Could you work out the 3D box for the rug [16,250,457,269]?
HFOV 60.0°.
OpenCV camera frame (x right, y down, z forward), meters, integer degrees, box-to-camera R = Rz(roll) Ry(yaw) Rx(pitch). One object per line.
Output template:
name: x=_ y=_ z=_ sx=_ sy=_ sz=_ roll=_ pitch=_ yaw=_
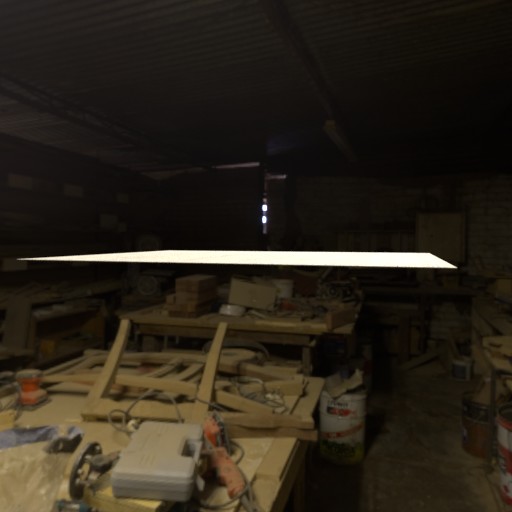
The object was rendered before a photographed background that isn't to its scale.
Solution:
rug: x=0.000 y=0.000 z=4.177 sx=3.197 sy=0.006 sz=2.438 roll=1 pitch=3 yaw=18
